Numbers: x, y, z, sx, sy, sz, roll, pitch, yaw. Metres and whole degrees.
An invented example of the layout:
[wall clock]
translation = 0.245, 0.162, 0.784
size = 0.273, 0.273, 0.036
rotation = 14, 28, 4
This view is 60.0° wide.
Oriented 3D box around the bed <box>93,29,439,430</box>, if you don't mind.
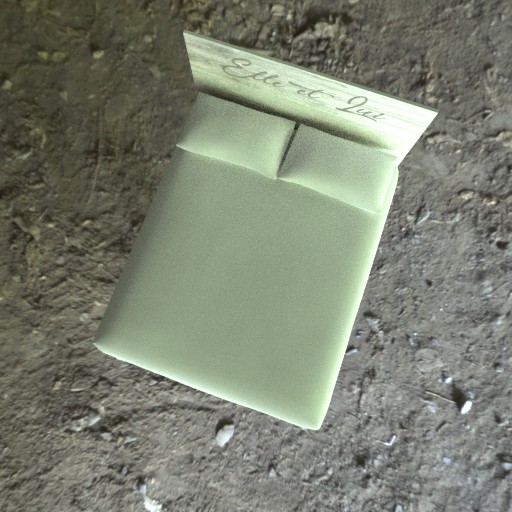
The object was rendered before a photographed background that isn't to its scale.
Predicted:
[bed]
translation = 0.000, 0.000, 3.087
size = 1.745, 1.335, 2.094
rotation = 19, 78, 4
